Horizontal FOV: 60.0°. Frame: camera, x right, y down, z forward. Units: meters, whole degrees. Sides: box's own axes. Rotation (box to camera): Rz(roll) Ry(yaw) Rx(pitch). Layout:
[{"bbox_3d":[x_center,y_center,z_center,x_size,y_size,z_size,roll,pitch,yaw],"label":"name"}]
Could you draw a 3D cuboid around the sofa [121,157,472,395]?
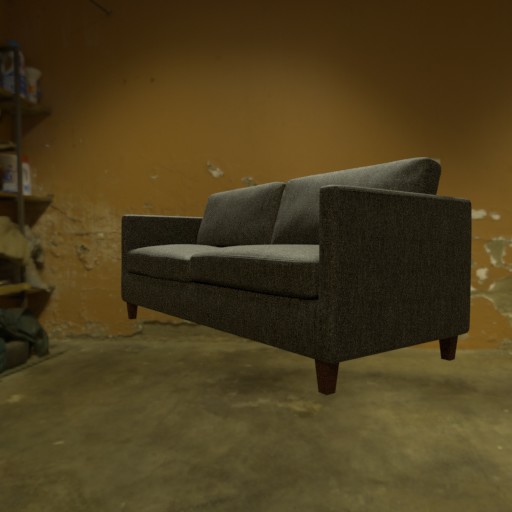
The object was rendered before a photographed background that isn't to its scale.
[{"bbox_3d":[0.000,0.000,2.691,0.948,0.960,2.208,-1,2,-36],"label":"sofa"}]
